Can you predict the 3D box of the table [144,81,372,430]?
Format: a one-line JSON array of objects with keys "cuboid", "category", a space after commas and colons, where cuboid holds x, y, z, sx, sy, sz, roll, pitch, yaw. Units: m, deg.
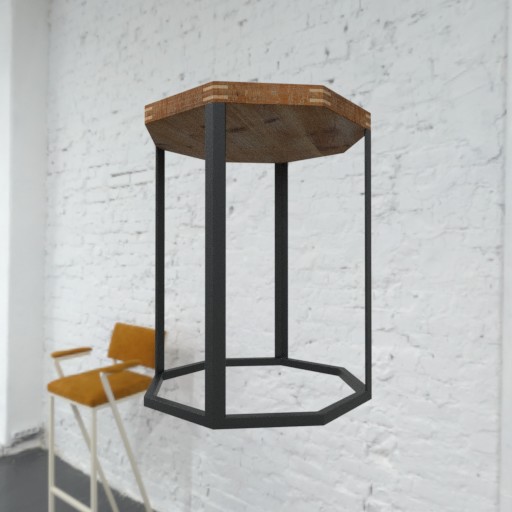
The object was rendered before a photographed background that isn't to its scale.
[{"cuboid": [0.000, 0.000, 0.909, 0.458, 0.543, 0.458, 0, -1, 17], "category": "table"}]
